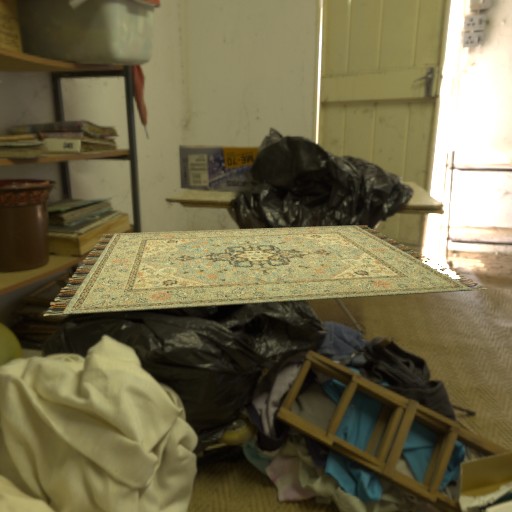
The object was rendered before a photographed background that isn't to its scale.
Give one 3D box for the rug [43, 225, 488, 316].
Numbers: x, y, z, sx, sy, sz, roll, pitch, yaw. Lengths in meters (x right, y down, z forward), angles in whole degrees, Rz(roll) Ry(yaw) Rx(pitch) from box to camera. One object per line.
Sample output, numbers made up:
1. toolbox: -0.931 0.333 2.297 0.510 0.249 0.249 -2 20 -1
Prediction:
1. rug: 0.000 0.000 3.507 2.651 0.010 1.971 -2 16 -9
